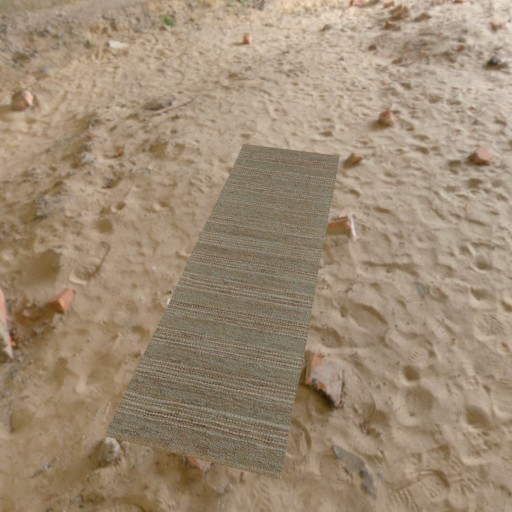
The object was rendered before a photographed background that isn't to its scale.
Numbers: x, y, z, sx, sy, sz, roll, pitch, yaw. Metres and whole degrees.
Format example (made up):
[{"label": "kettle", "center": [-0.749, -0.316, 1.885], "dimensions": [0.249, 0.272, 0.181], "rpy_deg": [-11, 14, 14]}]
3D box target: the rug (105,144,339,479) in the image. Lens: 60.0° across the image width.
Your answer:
[{"label": "rug", "center": [0.000, 0.000, 2.695], "dimensions": [0.783, 0.006, 2.438], "rpy_deg": [9, 46, 9]}]
